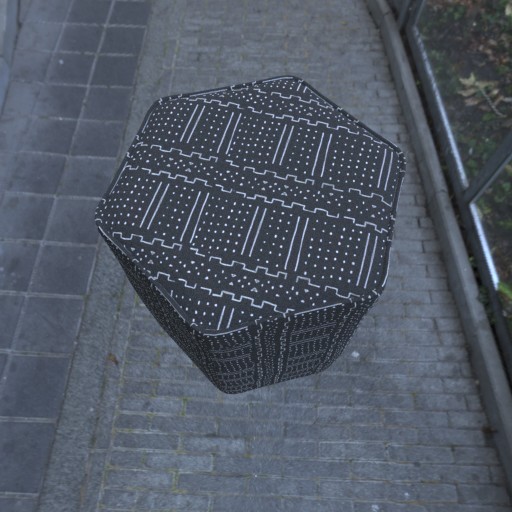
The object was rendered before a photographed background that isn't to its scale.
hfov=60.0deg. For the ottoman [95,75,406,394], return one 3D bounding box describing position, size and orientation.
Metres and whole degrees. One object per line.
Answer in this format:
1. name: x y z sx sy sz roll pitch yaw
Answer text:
1. ottoman: 0.000 0.000 0.888 0.443 0.502 0.494 14 64 7
